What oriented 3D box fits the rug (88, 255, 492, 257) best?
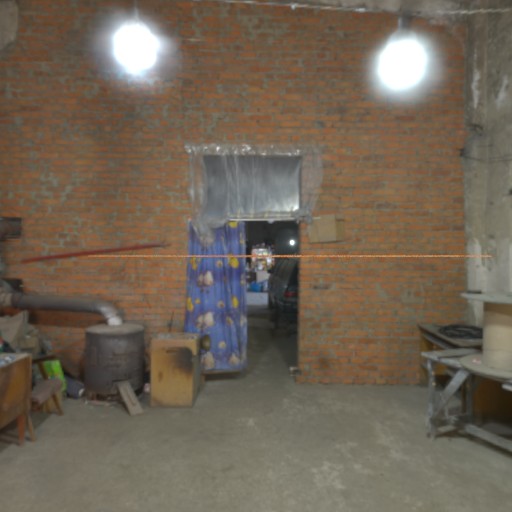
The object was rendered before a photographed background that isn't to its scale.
[{"bbox_3d":[0.000,0.000,2.900,1.524,0.006,2.285,0,0,-35],"label":"rug"}]
